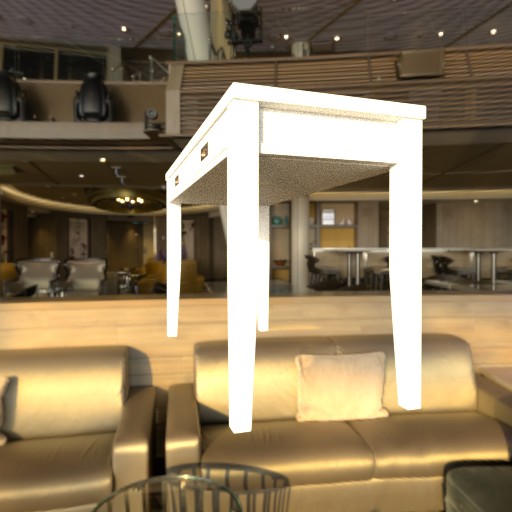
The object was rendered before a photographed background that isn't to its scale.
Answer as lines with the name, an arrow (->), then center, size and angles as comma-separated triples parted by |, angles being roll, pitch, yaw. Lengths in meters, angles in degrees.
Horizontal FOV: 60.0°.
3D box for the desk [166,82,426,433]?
desk -> 0.000, 0.000, 1.627 | 0.508, 0.775, 1.220 | 0, 1, -18
